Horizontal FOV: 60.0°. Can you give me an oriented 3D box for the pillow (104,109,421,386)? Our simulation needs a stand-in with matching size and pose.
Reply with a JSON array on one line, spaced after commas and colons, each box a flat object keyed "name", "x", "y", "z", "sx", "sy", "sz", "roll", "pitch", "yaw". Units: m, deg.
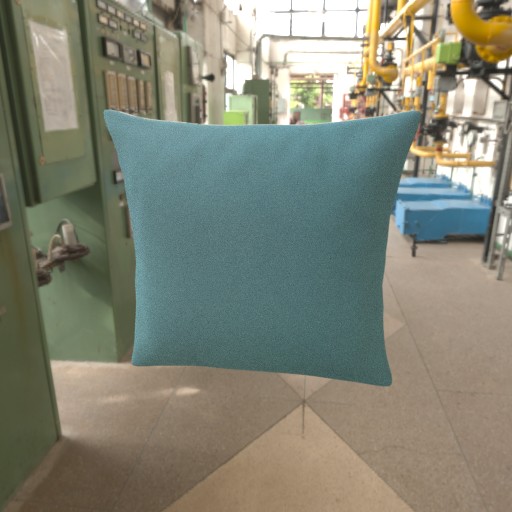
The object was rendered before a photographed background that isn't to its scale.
[{"name": "pillow", "x": 0.000, "y": 0.000, "z": 0.807, "sx": 0.526, "sy": 0.507, "sz": 0.166, "roll": 3, "pitch": 18, "yaw": 8}]
